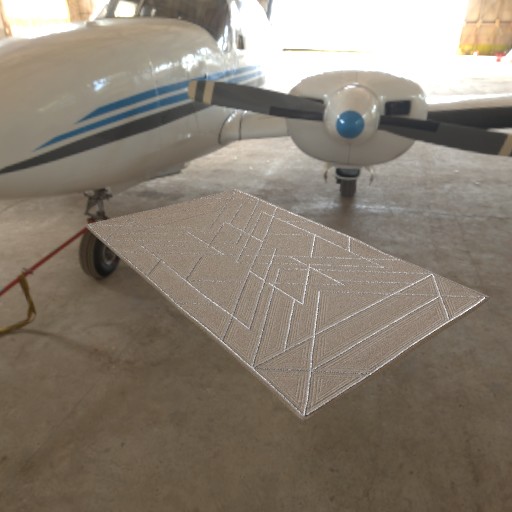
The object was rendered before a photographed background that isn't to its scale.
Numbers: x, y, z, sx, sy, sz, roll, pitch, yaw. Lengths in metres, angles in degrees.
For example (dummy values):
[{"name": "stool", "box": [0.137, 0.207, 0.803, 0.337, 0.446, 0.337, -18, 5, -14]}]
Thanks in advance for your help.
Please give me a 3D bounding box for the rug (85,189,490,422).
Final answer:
[{"name": "rug", "box": [0.000, 0.000, 1.042, 0.511, 0.008, 0.869, -19, 32, -33]}]
